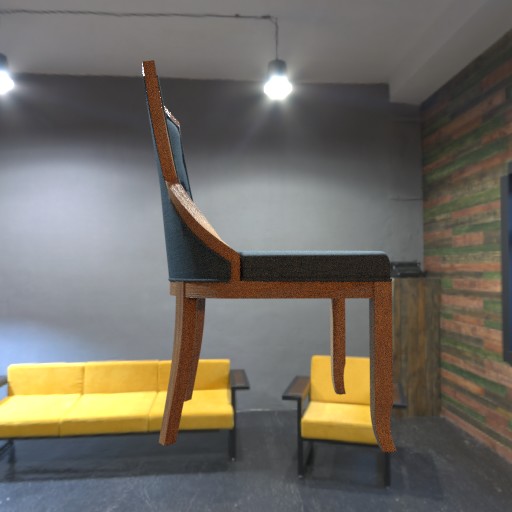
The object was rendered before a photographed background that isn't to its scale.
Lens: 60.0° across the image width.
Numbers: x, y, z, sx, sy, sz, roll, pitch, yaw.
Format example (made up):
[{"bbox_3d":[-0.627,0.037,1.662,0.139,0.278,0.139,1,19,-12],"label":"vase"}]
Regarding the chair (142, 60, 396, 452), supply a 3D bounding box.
[{"bbox_3d":[0.000,0.000,1.308,0.641,0.947,0.524,0,-2,-2],"label":"chair"}]
